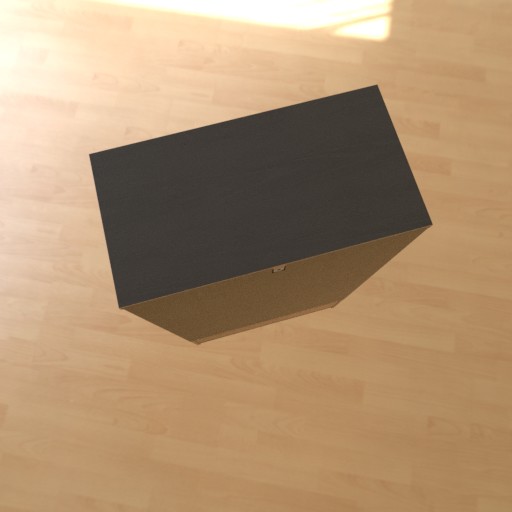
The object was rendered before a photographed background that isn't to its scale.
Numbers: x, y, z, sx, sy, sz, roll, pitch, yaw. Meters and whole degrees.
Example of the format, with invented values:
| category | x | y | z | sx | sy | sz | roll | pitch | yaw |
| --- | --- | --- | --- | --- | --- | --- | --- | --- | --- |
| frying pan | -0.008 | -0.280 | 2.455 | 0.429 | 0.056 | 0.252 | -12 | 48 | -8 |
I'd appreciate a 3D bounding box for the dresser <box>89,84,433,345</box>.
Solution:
| category | x | y | z | sx | sy | sz | roll | pitch | yaw |
| --- | --- | --- | --- | --- | --- | --- | --- | --- | --- |
| dresser | 0.000 | 0.000 | 1.609 | 0.704 | 1.255 | 0.399 | -15 | 76 | -4 |
